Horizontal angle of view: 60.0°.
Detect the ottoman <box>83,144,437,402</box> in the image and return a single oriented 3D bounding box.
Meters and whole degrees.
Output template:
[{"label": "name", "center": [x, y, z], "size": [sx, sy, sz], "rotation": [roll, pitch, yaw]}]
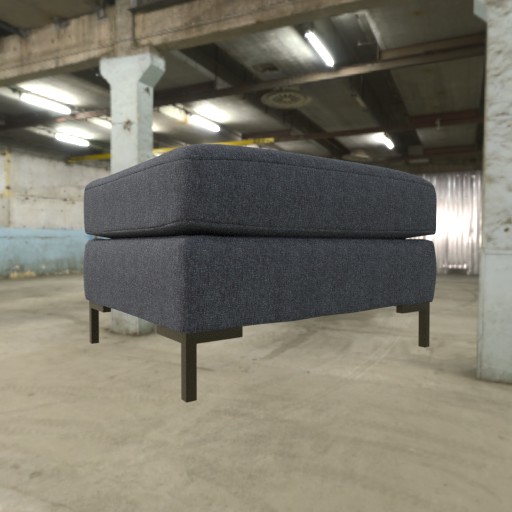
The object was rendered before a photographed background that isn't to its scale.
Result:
[{"label": "ottoman", "center": [0.000, 0.000, 1.326], "size": [0.831, 0.533, 0.695], "rotation": [-1, 2, -36]}]
